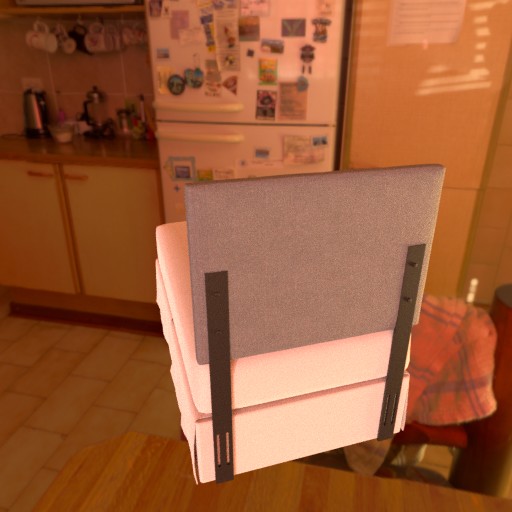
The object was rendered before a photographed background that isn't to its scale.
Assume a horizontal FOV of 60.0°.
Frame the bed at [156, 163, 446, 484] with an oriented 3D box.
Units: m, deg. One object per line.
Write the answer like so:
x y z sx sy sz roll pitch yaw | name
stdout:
0.000 0.000 2.939 1.261 1.571 1.997 -7 26 -15 | bed
